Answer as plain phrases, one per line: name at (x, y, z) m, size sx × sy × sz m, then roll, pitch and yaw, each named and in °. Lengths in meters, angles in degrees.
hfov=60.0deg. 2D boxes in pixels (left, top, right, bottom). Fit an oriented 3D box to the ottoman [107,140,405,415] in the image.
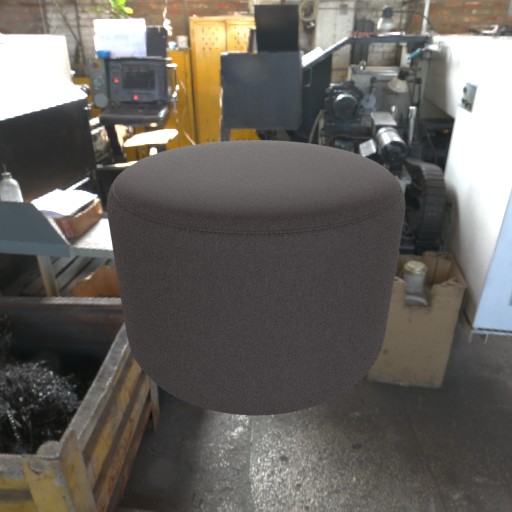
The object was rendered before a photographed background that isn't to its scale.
ottoman at (0.000, 0.000, 1.008) m, size 0.608 × 0.433 × 0.608 m, roll 0°, pitch 27°, yaw 0°
